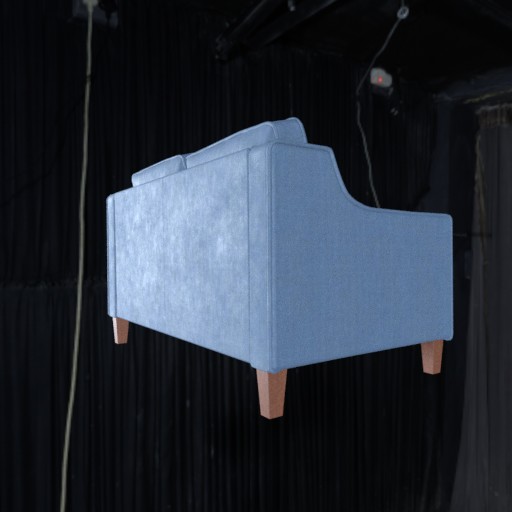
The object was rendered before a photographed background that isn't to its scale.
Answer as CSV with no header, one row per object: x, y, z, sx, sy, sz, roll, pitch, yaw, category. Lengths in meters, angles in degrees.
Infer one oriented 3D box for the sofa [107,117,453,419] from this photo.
0.000,0.000,2.168,0.987,0.971,1.501,0,0,-36,sofa
